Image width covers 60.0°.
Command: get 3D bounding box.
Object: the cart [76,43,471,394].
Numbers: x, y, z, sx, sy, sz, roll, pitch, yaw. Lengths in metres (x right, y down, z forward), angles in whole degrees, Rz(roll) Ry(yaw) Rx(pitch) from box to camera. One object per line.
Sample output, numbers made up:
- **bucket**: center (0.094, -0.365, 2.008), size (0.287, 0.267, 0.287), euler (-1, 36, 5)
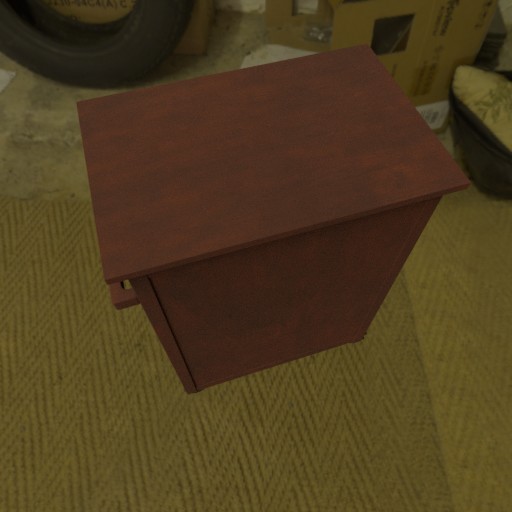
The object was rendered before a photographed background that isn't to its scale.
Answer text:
- **cart**: center (0.000, 0.000, 1.233), size (0.683, 0.864, 0.442), euler (-15, 60, -9)
